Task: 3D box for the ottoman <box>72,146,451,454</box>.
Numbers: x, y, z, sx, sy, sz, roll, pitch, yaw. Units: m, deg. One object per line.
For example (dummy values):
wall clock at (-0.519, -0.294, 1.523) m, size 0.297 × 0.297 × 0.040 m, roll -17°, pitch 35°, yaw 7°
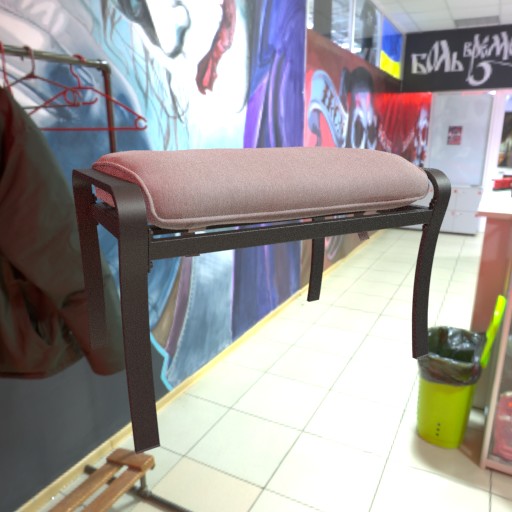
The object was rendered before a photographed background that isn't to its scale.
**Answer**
ottoman at (0.000, 0.000, 0.888) m, size 0.610 × 0.422 × 0.406 m, roll -8°, pitch 17°, yaw -28°
